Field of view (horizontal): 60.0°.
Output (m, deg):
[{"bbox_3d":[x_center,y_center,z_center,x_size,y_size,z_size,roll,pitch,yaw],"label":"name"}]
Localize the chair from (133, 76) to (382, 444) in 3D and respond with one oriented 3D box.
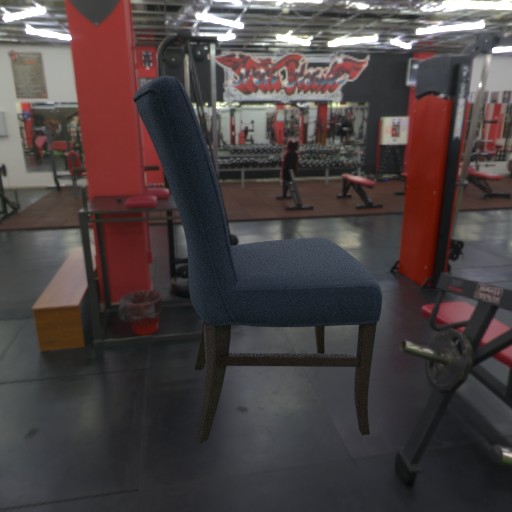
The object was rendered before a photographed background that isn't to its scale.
[{"bbox_3d":[0.000,0.000,1.366,0.660,0.991,0.520,-2,17,-8],"label":"chair"}]
